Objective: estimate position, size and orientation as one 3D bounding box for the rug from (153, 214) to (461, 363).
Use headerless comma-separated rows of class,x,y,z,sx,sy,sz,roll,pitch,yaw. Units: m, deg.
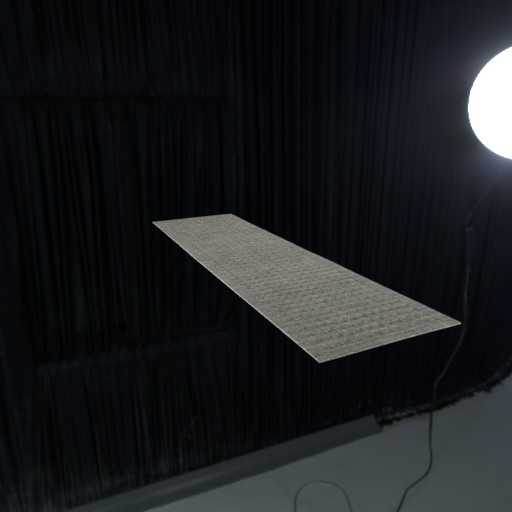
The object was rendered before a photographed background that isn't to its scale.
rug,0.000,0.000,2.743,0.706,0.009,2.443,-8,19,-25
